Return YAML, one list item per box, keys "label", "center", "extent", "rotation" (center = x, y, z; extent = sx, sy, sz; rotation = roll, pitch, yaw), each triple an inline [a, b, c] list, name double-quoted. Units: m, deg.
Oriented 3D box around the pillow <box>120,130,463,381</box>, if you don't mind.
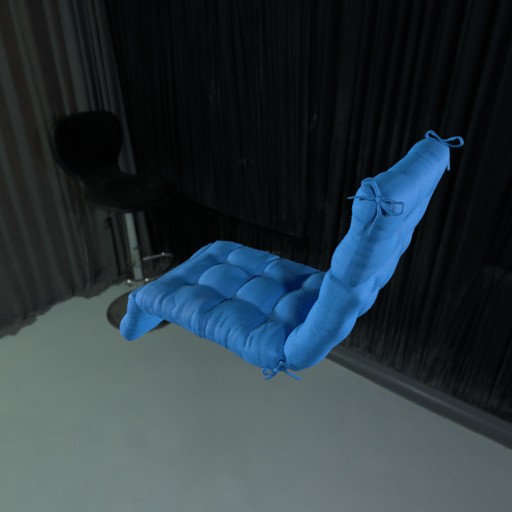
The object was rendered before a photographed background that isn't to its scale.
- label: "pillow"
  center: [0.000, 0.000, 1.466]
  extent: [1.016, 0.863, 0.526]
  rotation: [19, 36, 29]
